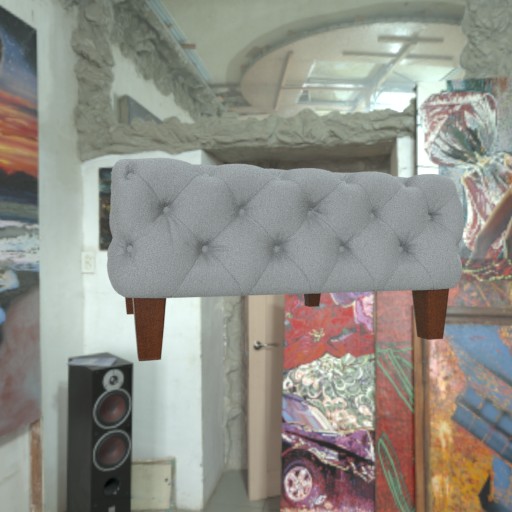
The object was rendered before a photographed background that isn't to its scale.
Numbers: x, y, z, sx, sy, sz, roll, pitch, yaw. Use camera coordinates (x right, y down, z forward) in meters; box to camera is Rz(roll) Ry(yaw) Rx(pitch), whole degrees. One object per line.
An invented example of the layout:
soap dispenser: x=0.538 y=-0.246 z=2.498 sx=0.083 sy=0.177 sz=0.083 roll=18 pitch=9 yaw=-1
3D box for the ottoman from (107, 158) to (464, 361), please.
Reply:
ottoman: x=0.000 y=0.000 z=1.433 sx=0.917 sy=0.439 sz=0.911 roll=0 pitch=1 yaw=-18
